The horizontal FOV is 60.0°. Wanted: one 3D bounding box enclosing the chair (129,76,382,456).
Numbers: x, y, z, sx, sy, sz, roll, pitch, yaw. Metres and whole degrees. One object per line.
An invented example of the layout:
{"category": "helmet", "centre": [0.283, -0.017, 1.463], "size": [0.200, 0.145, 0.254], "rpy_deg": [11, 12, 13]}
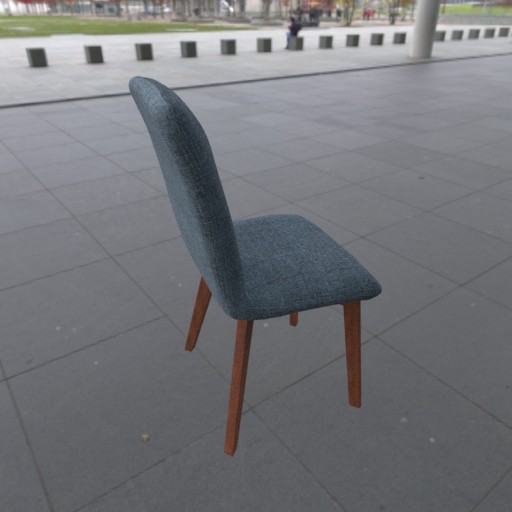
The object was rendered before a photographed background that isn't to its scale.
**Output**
{"category": "chair", "centre": [0.000, 0.000, 1.294], "size": [0.563, 0.974, 0.522], "rpy_deg": [-11, 31, -19]}
